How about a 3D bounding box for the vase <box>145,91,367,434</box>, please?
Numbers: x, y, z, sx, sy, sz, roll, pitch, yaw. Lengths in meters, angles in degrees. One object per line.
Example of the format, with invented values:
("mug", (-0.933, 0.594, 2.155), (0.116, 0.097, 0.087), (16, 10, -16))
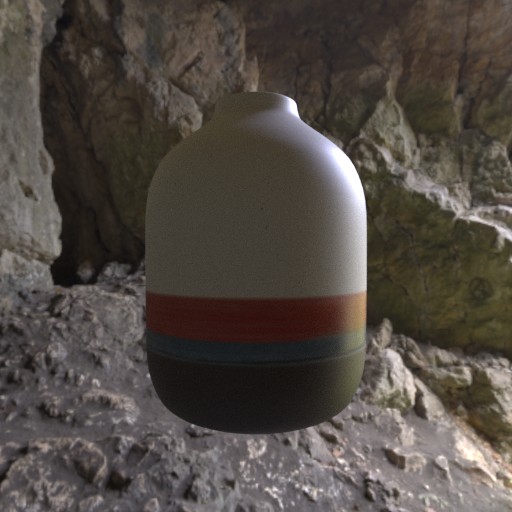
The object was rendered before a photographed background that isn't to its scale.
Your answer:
("vase", (0.000, 0.000, 0.350), (0.169, 0.237, 0.169), (0, 0, 0))
